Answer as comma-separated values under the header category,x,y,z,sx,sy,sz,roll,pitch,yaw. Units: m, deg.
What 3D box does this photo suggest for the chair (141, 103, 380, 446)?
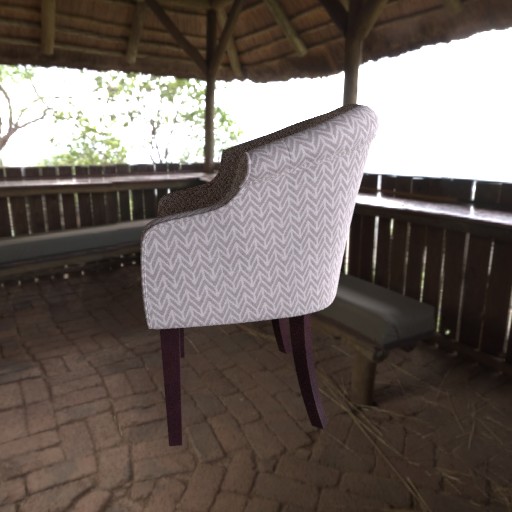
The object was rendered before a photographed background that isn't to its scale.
category,x,y,z,sx,sy,sz,roll,pitch,yaw
chair,0.000,0.000,1.317,0.613,0.858,0.686,-2,14,-8
